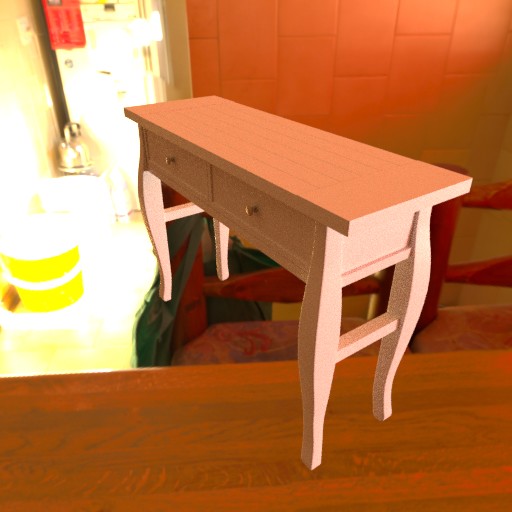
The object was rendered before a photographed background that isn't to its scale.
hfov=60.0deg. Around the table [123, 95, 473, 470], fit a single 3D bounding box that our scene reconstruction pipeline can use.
[{"bbox_3d":[0.000,0.000,1.399,0.373,0.768,1.062,-19,36,-29],"label":"table"}]
